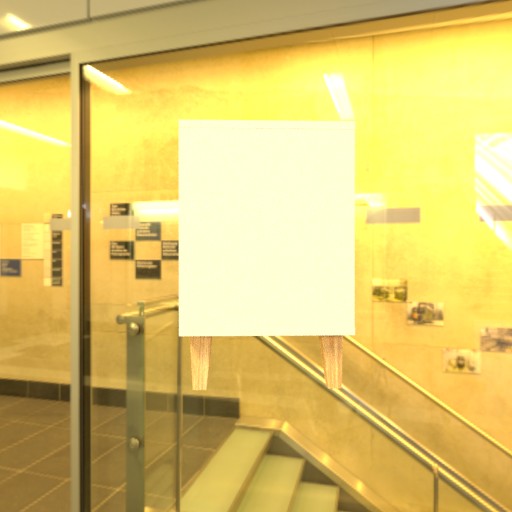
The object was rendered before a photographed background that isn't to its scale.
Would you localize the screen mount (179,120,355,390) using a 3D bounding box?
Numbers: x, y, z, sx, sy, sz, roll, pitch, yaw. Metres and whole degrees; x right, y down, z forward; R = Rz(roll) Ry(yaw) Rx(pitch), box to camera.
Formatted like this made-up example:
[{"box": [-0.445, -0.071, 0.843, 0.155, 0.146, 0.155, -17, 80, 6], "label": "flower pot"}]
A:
[{"box": [0.000, 0.000, 1.747, 0.400, 0.619, 1.490, 0, 0, -2], "label": "screen mount"}]
